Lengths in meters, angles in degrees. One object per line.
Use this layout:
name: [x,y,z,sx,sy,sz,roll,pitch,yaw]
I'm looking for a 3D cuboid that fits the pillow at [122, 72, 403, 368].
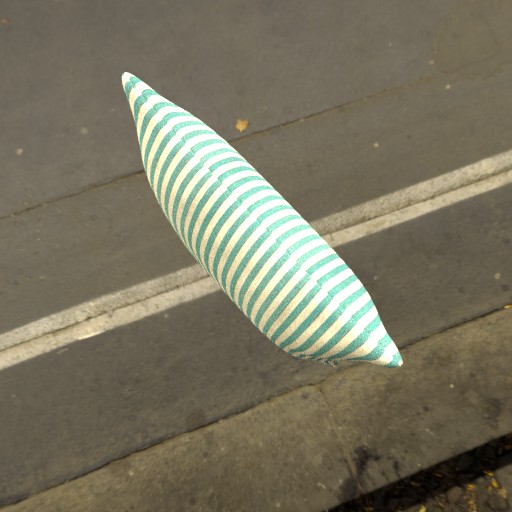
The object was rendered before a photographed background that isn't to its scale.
pillow: [0.000,0.000,0.795,0.166,0.510,0.523,-41,80,-9]
